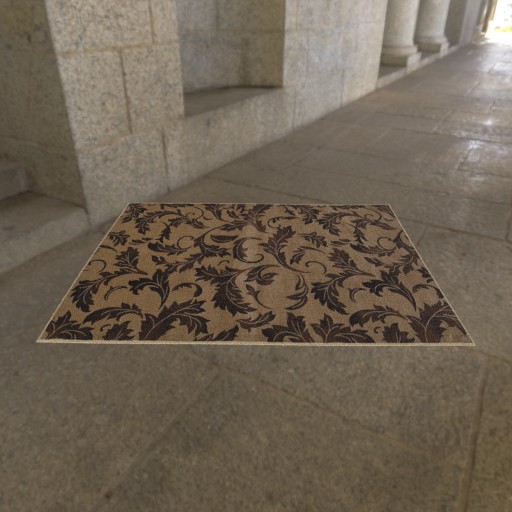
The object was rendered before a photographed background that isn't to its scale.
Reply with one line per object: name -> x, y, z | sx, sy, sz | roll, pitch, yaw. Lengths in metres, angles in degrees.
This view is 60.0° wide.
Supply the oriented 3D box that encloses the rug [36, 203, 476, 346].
rug -> 0.000, 0.000, 4.004 | 2.977, 0.008, 2.380 | 0, 30, 1
